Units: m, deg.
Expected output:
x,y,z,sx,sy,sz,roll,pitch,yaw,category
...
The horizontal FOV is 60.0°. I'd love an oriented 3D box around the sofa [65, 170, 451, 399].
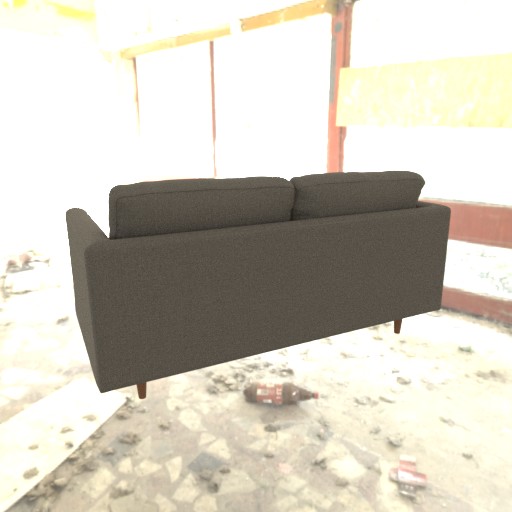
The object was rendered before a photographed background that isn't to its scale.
x,y,z,sx,sy,sz,roll,pitch,yaw,category
0.000,0.000,2.264,1.713,0.866,0.940,-7,17,-26,sofa
